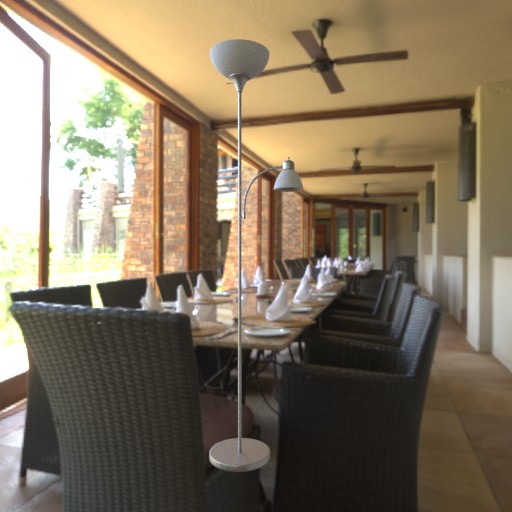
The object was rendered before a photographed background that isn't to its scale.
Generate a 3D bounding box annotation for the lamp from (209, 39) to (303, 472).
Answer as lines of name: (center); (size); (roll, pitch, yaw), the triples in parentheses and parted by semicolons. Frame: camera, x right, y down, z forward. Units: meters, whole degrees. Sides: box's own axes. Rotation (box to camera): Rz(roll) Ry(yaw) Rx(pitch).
lamp: (0.000, 0.000, 1.958); (0.425, 1.804, 0.279); (0, 0, 20)
